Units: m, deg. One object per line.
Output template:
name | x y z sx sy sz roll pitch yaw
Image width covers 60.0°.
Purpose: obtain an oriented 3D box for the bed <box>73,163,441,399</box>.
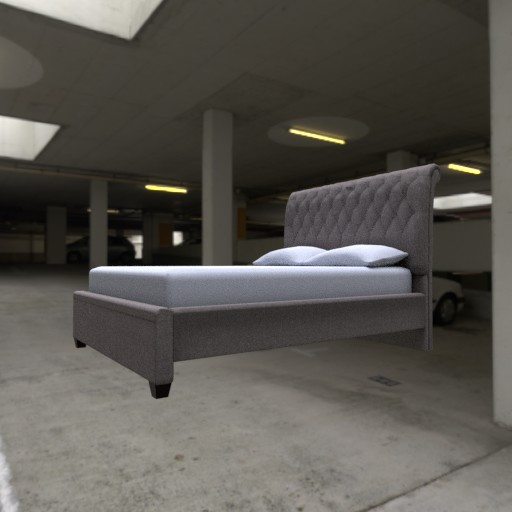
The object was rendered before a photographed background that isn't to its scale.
bed | 0.000 0.000 3.341 2.252 1.371 1.645 1 -1 -35
